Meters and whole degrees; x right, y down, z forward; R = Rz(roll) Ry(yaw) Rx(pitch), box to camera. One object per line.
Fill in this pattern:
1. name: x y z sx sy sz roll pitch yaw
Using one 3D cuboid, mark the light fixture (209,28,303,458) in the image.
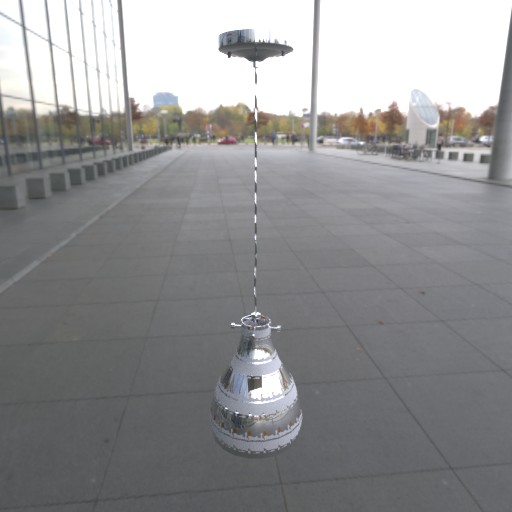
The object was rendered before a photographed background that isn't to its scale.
1. light fixture: 0.000 0.000 1.618 0.374 1.457 0.374 2 15 9
